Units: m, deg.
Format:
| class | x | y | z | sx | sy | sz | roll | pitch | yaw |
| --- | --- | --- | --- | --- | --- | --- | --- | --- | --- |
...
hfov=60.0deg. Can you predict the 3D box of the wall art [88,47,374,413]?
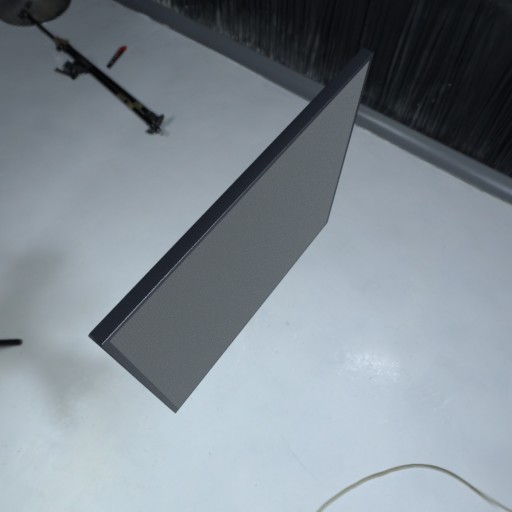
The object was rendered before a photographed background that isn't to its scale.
| class | x | y | z | sx | sy | sz | roll | pitch | yaw |
| --- | --- | --- | --- | --- | --- | --- | --- | --- | --- |
| wall art | 0.000 | 0.000 | 0.723 | 0.018 | 0.450 | 0.521 | 34 | 68 | 16 |
